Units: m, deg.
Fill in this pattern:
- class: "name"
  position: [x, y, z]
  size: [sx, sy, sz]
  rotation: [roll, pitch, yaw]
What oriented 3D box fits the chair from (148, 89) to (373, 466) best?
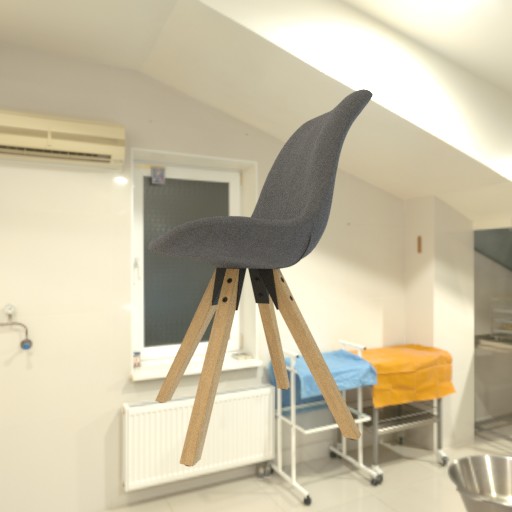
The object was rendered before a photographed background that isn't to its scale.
- class: "chair"
  position: [0.000, 0.000, 1.172]
  size: [0.550, 0.850, 0.485]
  rotation: [0, 0, -20]
